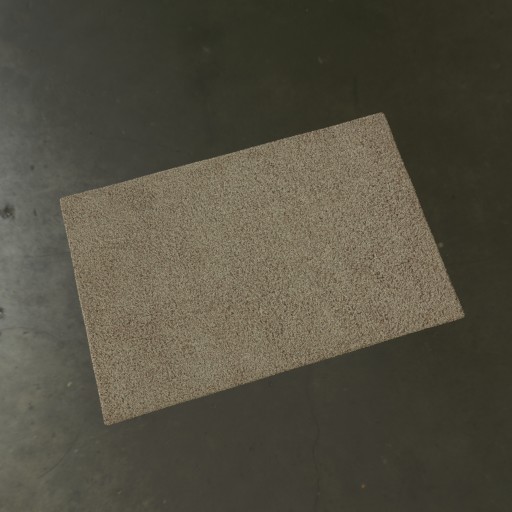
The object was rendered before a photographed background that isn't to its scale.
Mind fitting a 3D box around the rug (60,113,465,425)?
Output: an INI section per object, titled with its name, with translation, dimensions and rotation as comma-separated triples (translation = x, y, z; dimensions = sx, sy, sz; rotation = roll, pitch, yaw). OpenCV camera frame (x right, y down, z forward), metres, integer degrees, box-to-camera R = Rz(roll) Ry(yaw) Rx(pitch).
[rug]
translation = 0.000, 0.000, 3.424
dimensions = 2.743, 0.030, 1.778
rotation = -16, 77, -4
